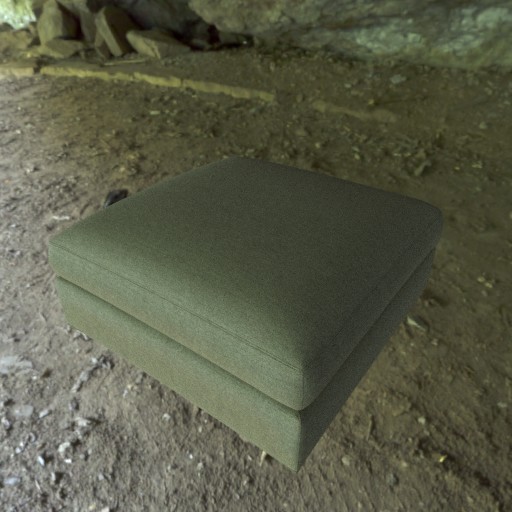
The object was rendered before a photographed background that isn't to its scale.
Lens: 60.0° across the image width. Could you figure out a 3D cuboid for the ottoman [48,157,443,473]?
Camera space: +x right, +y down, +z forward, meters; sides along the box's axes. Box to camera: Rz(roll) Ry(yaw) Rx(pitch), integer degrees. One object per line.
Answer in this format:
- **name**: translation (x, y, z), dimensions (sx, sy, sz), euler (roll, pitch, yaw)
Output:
- **ottoman**: translation (0.000, 0.000, 1.636), dimensions (1.041, 0.470, 1.041), euler (21, 38, 30)
